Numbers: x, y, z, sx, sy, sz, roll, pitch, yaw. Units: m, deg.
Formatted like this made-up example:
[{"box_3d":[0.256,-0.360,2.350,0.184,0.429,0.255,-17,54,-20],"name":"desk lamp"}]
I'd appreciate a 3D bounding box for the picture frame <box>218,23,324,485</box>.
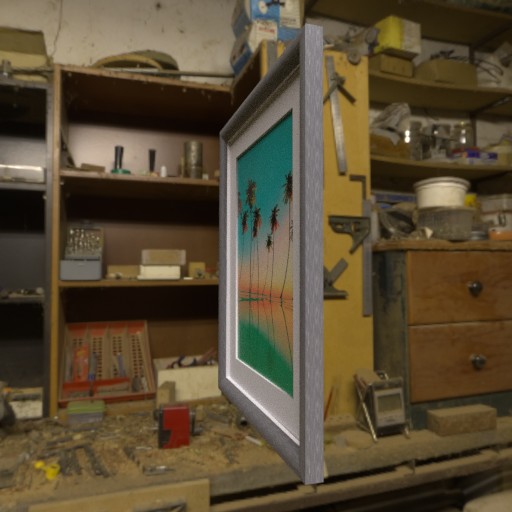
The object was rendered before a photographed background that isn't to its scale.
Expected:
[{"box_3d":[0.000,0.000,0.755,0.029,0.559,0.454,1,-2,-18],"name":"picture frame"}]
